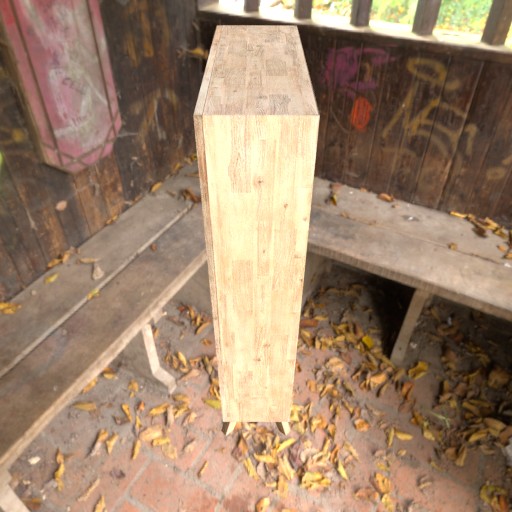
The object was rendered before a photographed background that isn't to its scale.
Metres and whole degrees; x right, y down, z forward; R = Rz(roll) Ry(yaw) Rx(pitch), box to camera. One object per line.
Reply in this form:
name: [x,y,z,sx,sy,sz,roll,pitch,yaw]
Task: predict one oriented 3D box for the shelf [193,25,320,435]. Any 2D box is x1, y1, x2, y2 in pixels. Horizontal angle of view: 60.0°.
shelf: [0.000,0.000,1.739,0.308,1.471,0.748,0,41,0]
